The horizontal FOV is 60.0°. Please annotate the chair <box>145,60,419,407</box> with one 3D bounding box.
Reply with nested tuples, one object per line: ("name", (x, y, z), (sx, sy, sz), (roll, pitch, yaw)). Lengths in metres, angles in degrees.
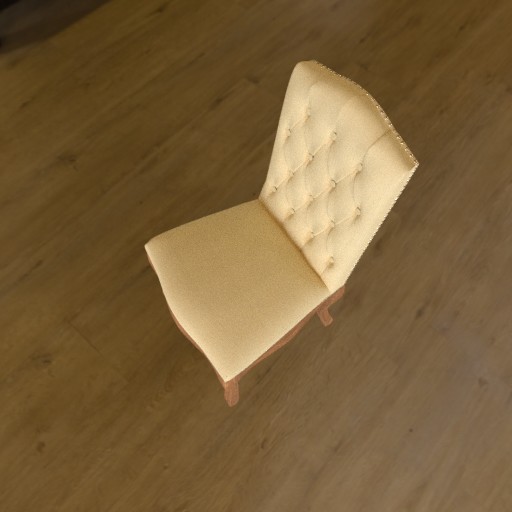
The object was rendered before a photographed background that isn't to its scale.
("chair", (0.000, 0.000, 1.593), (0.715, 1.165, 0.623), (-30, 67, -14))
